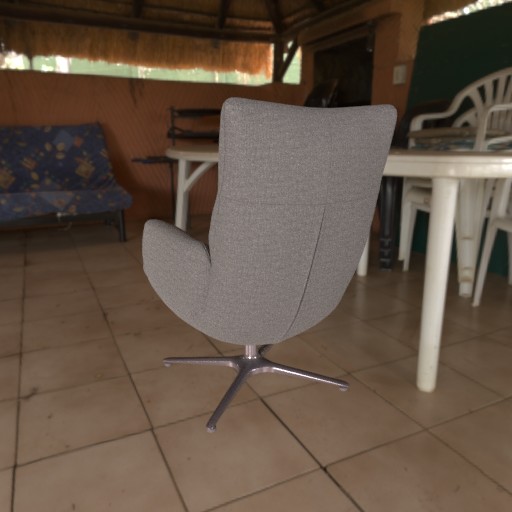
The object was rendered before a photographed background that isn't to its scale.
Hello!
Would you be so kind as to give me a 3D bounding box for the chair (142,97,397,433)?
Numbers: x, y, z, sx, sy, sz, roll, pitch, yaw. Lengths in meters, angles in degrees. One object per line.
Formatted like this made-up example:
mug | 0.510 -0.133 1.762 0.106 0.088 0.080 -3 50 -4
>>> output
chair | 0.000 0.000 1.564 0.702 0.984 0.831 -7 16 -26
